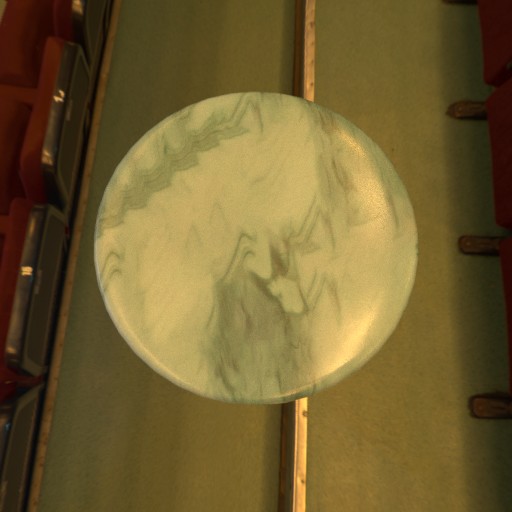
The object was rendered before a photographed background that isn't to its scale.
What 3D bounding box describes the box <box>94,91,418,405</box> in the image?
[{"bbox_3d":[0.000,0.000,0.164,0.101,0.063,0.101,0,76,0],"label":"box"}]
